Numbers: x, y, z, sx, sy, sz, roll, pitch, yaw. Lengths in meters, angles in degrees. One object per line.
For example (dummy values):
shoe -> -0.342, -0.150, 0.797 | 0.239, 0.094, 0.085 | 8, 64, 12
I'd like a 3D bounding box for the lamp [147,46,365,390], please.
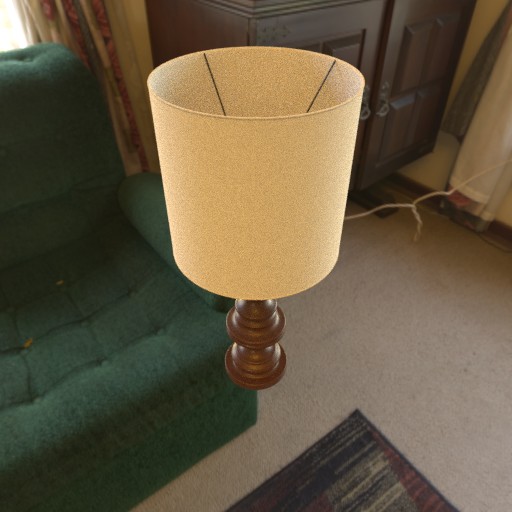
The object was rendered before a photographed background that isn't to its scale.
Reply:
lamp -> 0.000, 0.000, 0.577 | 0.208, 0.455, 0.208 | 25, 46, 27
